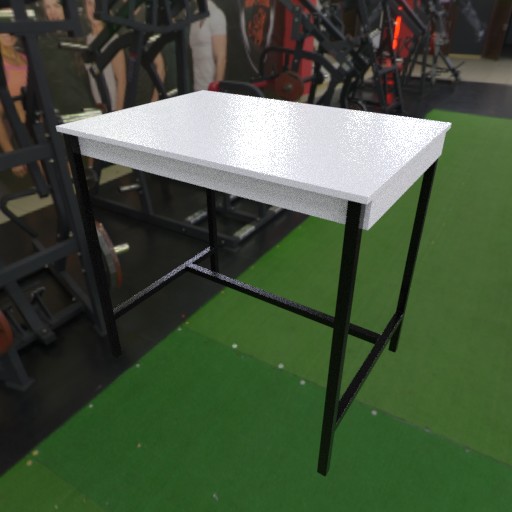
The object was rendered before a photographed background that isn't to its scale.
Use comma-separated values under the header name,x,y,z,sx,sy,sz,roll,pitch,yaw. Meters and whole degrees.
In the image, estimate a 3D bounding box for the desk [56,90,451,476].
name,x,y,z,sx,sy,sz,roll,pitch,yaw
desk,0.000,0.000,1.306,0.811,0.766,0.573,19,35,28
